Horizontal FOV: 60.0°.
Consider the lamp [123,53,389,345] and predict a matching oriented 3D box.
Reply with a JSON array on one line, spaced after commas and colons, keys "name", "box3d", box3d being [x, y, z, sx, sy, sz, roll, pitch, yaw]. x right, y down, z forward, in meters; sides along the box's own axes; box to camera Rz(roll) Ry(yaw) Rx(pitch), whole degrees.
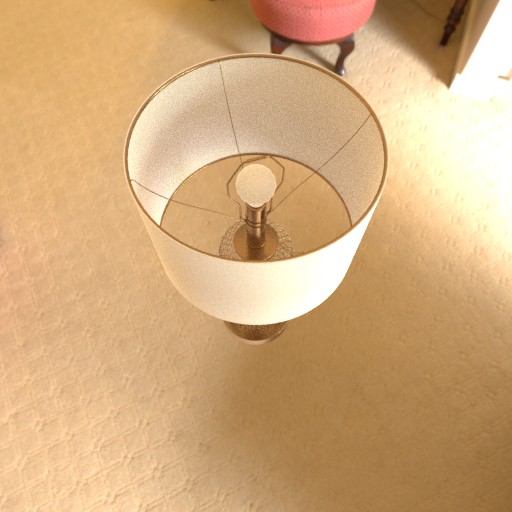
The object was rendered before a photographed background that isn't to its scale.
[{"name": "lamp", "box3d": [0.000, 0.000, 0.640, 0.252, 0.483, 0.252, -17, 65, -8]}]
